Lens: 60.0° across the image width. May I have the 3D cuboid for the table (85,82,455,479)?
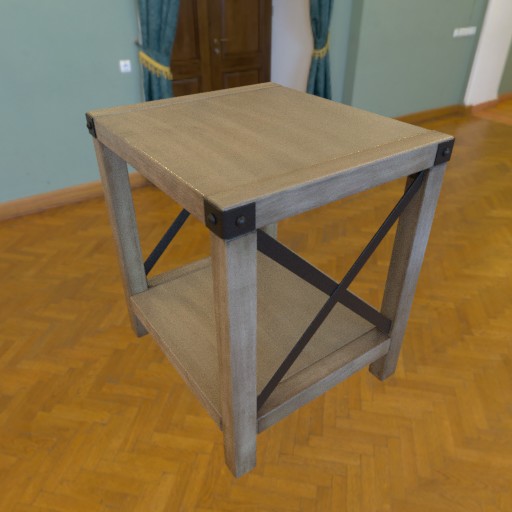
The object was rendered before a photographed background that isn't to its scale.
[{"bbox_3d":[0.000,0.000,0.932,0.459,0.561,0.510,-21,39,-29],"label":"table"}]
